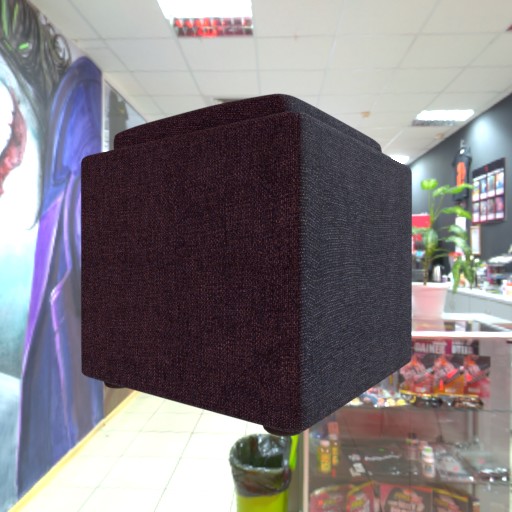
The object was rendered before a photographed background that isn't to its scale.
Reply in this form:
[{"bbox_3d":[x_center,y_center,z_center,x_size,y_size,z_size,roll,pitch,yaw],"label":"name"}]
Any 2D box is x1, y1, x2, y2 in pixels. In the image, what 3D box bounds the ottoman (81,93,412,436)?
[{"bbox_3d":[0.000,0.000,0.826,0.450,0.460,0.450,0,0,36],"label":"ottoman"}]
